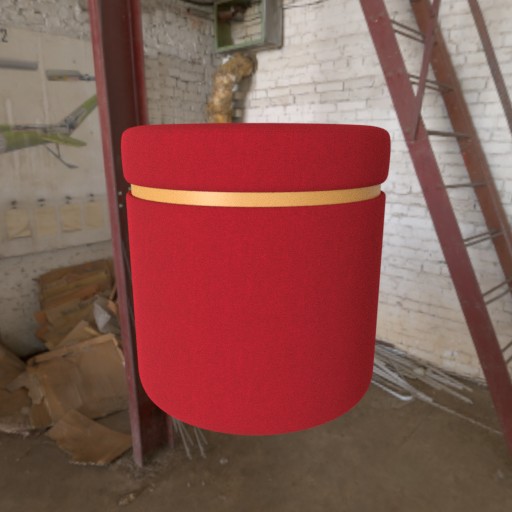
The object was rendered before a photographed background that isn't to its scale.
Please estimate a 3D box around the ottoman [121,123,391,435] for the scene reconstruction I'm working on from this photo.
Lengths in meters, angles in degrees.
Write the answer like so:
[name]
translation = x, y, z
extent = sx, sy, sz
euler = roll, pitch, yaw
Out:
[ottoman]
translation = 0.000, 0.000, 0.728
extent = 0.400, 0.406, 0.400
euler = 0, 14, 0
